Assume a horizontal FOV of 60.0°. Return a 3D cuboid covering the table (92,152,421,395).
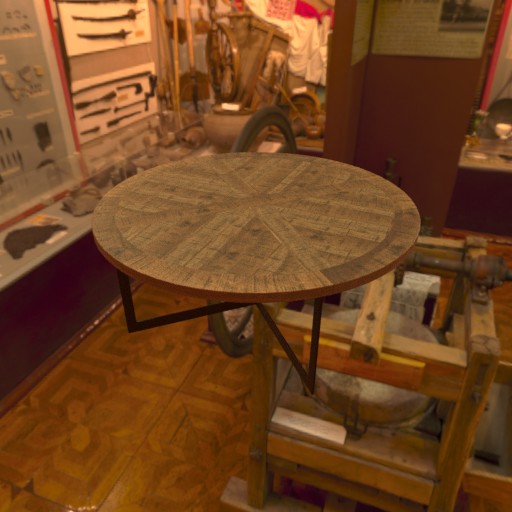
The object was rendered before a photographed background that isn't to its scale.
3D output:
[{"bbox_3d":[0.000,0.000,1.917,1.264,0.516,1.264,0,31,0],"label":"table"}]
